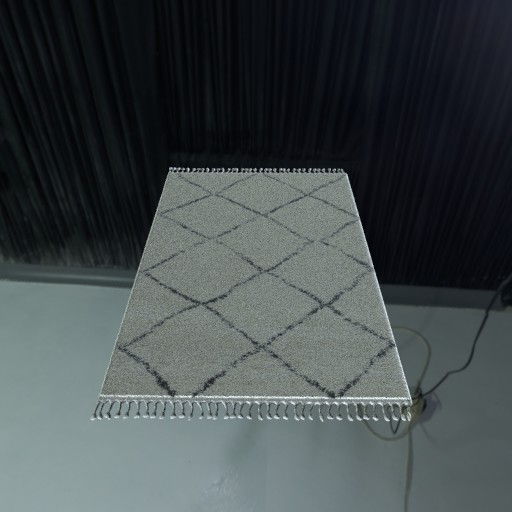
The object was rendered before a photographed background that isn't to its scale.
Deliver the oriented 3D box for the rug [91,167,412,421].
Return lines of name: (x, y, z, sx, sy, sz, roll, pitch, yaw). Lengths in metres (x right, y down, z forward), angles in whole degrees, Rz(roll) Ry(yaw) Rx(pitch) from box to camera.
rug: (0.000, 0.000, 2.894, 1.494, 0.031, 2.307, 0, 41, 0)
